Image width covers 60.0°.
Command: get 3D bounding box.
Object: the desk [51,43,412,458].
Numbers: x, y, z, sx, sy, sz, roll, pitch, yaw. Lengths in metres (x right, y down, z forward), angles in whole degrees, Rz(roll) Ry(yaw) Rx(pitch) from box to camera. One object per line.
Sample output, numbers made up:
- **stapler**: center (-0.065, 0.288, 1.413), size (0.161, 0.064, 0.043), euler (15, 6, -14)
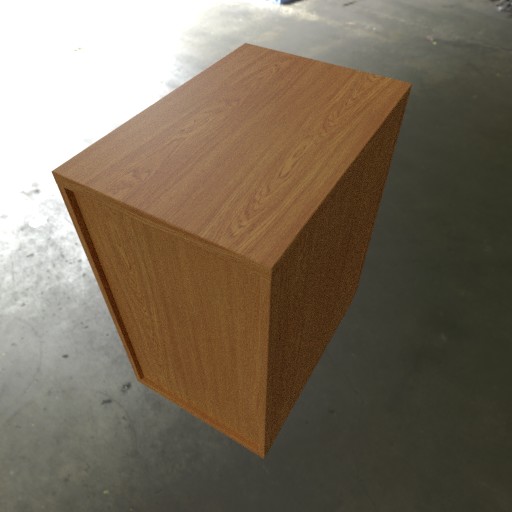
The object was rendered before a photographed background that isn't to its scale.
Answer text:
- **desk**: center (0.000, 0.000, 1.079), size (0.404, 0.730, 0.600), euler (24, 51, 20)
